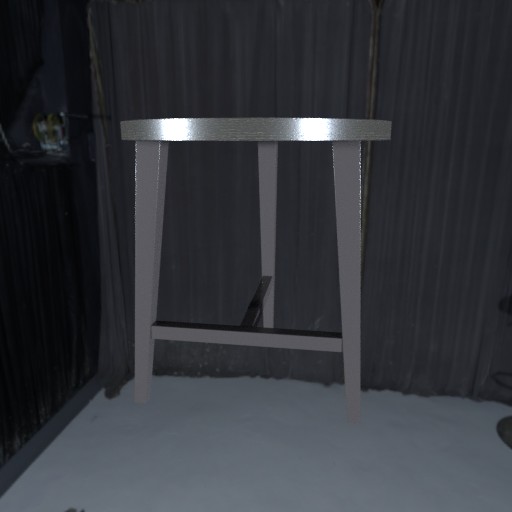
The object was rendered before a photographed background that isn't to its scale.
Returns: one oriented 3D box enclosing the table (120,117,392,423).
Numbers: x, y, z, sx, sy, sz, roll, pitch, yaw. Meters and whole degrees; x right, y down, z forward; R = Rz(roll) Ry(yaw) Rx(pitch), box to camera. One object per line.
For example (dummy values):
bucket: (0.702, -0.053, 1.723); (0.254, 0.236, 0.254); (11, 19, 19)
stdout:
table: (0.000, 0.000, 0.921); (0.500, 0.531, 0.500); (0, 15, 0)
